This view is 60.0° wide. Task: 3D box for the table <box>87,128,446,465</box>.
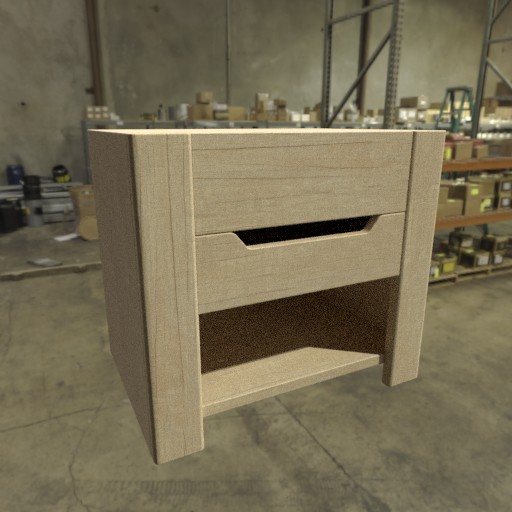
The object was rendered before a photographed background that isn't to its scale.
[{"bbox_3d":[0.000,0.000,0.933,0.570,0.510,0.420,-8,18,-26],"label":"table"}]
